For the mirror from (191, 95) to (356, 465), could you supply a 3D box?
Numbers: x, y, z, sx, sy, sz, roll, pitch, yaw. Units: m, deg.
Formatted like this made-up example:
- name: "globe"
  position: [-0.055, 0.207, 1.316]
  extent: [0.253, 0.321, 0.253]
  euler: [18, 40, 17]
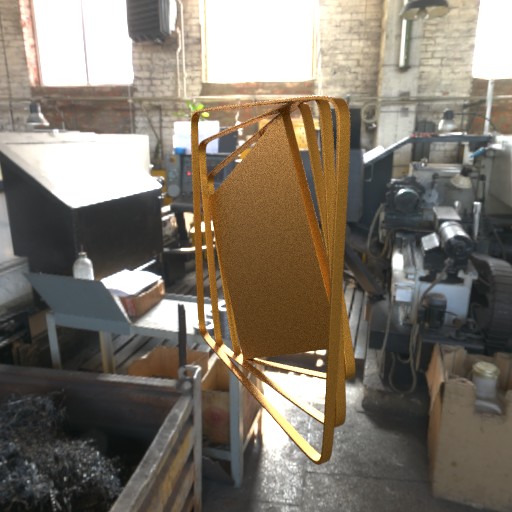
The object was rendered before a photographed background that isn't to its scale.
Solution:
- name: "mirror"
  position: [0.000, 0.000, 0.715]
  extent: [0.045, 0.468, 0.470]
  euler: [-8, 18, -26]
